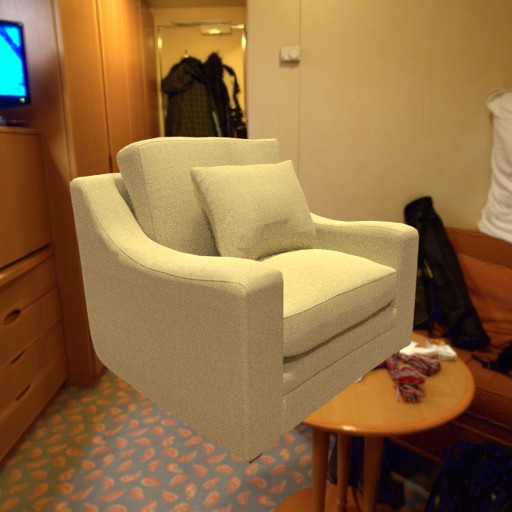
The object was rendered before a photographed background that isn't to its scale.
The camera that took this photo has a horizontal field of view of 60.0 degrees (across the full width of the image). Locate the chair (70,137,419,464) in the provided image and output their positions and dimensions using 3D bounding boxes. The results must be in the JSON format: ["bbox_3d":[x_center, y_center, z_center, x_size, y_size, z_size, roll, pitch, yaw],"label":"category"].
[{"bbox_3d":[0.000,0.000,1.950,1.009,1.016,1.178,13,19,41],"label":"chair"}]
